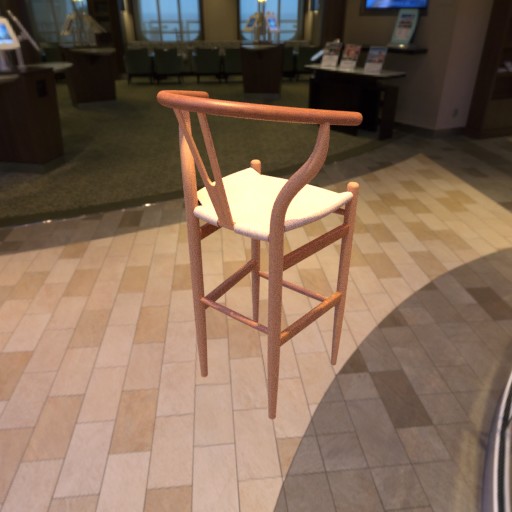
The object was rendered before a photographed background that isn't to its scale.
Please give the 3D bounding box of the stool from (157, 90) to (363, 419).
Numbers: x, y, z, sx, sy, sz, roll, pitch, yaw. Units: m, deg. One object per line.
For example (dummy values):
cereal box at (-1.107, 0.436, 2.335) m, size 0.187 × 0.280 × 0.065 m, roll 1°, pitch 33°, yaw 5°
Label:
stool at (0.000, 0.000, 1.458) m, size 0.574 × 1.068 × 0.561 m, roll 21°, pitch 35°, yaw 33°
